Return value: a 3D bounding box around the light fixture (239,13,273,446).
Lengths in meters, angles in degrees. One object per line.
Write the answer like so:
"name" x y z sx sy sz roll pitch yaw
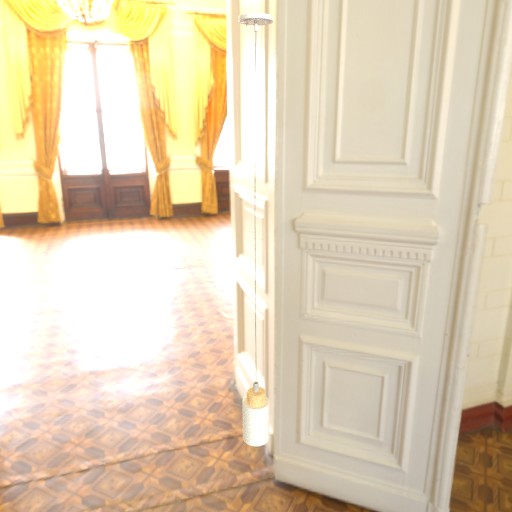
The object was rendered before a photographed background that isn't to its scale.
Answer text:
"light fixture" 0.000 0.000 1.853 0.125 1.798 0.125 8 18 25
